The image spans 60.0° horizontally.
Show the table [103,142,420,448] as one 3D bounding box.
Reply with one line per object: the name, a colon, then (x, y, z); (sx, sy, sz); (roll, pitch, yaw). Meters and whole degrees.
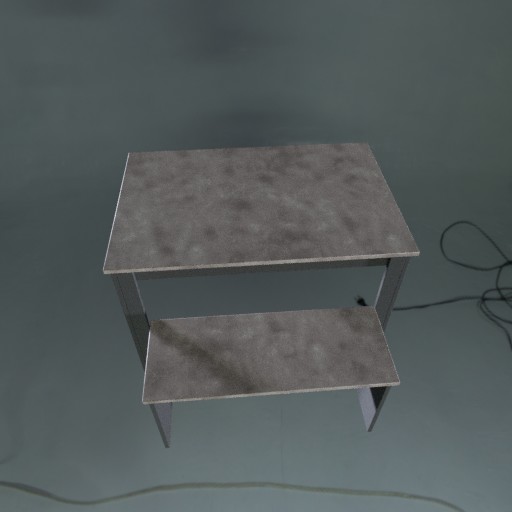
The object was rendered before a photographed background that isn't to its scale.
table: (0.000, 0.000, 2.040); (1.100, 0.700, 1.443); (-3, 46, -3)
